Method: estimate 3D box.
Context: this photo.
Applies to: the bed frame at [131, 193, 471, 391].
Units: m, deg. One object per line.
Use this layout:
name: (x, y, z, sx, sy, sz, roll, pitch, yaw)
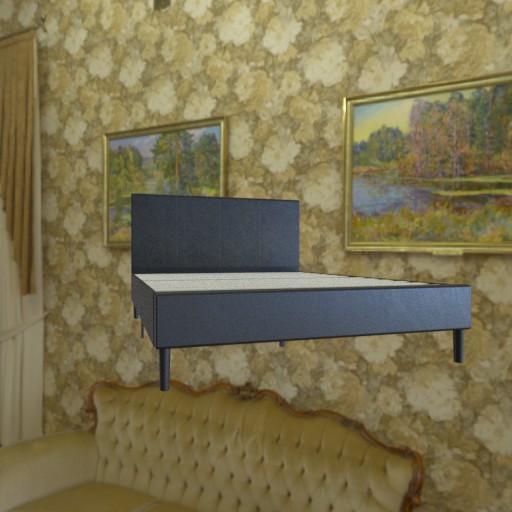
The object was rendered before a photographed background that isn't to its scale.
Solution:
bed frame: (0.000, 0.000, 3.181, 1.634, 1.127, 2.318, 0, 0, -18)
